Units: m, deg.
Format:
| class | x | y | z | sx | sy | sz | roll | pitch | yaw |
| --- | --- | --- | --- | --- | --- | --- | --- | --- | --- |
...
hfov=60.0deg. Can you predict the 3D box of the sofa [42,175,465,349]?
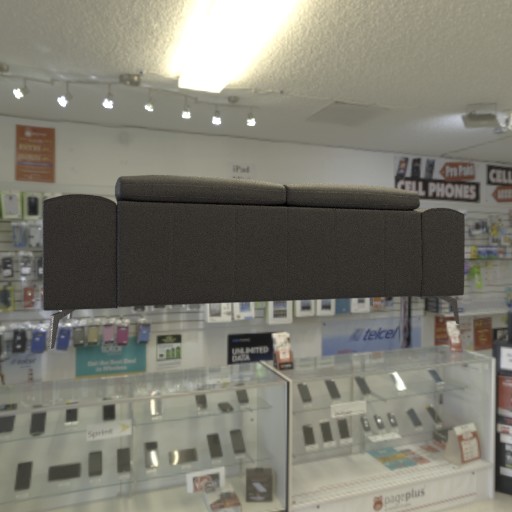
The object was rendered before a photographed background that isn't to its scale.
| class | x | y | z | sx | sy | sz | roll | pitch | yaw |
| --- | --- | --- | --- | --- | --- | --- | --- | --- | --- |
| sofa | 0.000 | 0.000 | 2.781 | 2.330 | 0.814 | 1.048 | 0 | 1 | -18 |
